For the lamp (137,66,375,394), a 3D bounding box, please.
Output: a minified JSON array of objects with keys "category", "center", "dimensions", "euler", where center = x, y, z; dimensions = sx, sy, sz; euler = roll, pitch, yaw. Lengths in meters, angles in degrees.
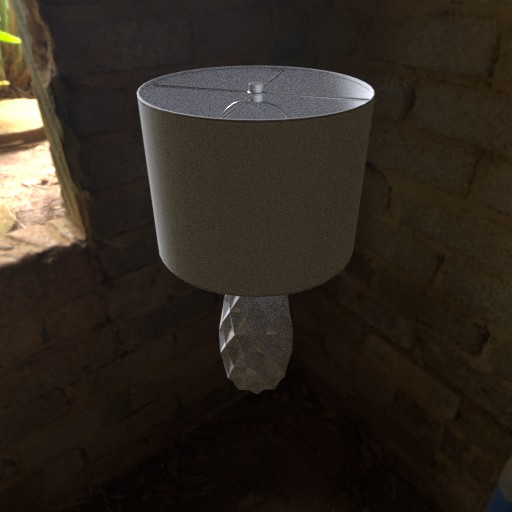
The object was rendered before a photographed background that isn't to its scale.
[{"category":"lamp","center":[0.000,0.000,0.705],"dimensions":[0.297,0.522,0.297],"euler":[0,33,0]}]
